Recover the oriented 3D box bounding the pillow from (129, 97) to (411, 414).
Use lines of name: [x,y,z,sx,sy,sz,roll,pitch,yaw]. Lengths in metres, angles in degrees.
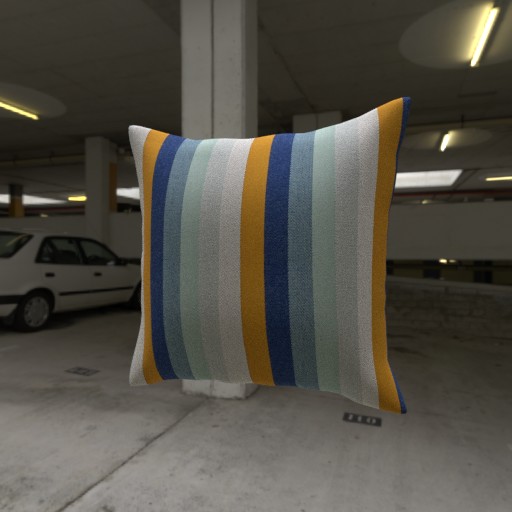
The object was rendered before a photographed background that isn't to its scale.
pillow: [0.000,0.000,0.704,0.463,0.454,0.173,0,1,18]
